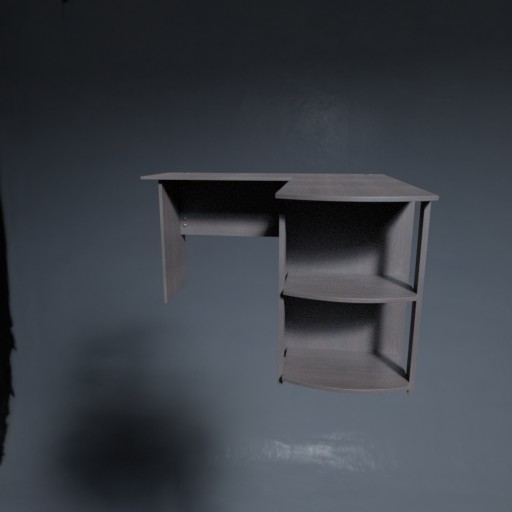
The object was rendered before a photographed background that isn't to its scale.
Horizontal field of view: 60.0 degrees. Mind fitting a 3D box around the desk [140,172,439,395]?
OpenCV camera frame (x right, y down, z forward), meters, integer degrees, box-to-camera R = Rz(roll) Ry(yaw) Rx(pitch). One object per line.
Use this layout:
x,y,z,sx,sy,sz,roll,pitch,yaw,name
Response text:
0.000,0.000,2.114,1.303,0.716,1.361,2,14,8,desk
